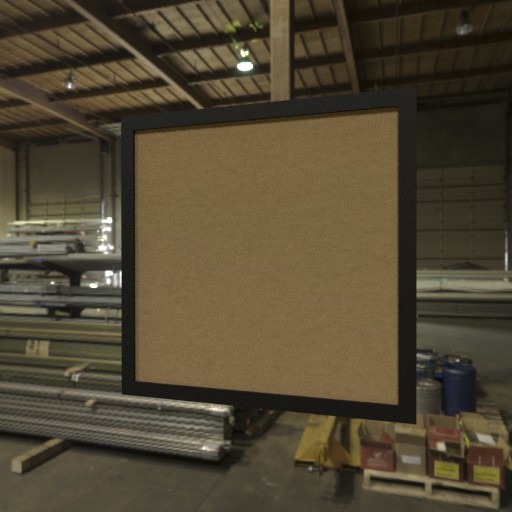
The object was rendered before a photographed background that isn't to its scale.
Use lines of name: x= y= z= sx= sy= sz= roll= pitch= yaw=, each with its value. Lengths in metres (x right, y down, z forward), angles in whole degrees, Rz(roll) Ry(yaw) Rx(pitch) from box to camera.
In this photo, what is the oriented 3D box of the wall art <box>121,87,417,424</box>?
wall art: x=0.000 y=0.000 z=0.523 sx=0.356 sy=0.356 sz=0.013 roll=0 pitch=0 yaw=17
